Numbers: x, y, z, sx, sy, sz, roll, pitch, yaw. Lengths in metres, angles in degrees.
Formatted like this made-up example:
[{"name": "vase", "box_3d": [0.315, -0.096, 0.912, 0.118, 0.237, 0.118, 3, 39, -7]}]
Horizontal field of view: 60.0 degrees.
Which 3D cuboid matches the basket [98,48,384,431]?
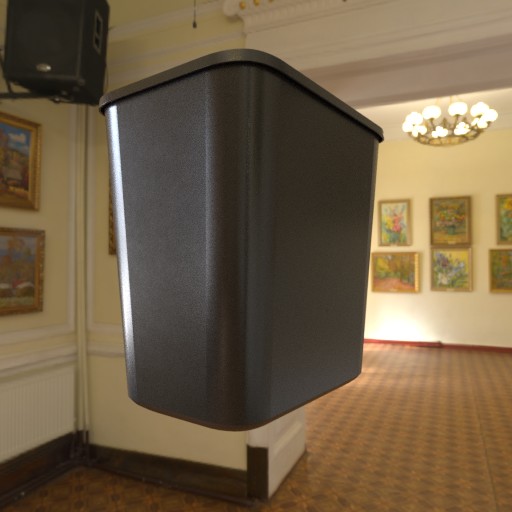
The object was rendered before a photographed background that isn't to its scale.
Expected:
[{"name": "basket", "box_3d": [0.000, 0.000, 0.498, 0.211, 0.307, 0.300, -1, -1, 36]}]
